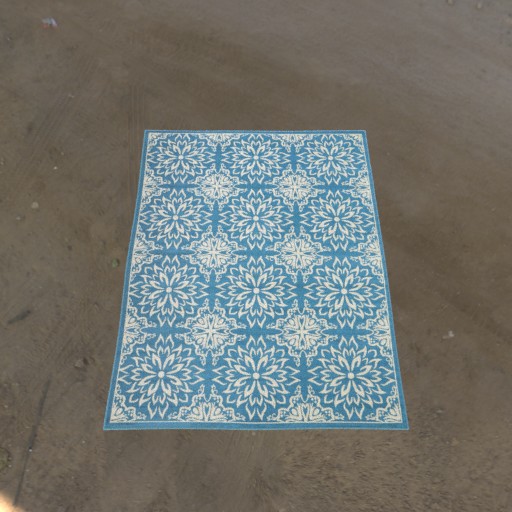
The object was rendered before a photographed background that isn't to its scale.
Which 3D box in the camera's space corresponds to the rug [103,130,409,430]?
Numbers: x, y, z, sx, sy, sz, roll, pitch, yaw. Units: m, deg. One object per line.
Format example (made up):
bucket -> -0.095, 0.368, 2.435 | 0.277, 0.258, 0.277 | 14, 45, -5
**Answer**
rug -> 0.000, 0.000, 4.046 | 2.350, 0.018, 2.964 | 0, 64, 0
